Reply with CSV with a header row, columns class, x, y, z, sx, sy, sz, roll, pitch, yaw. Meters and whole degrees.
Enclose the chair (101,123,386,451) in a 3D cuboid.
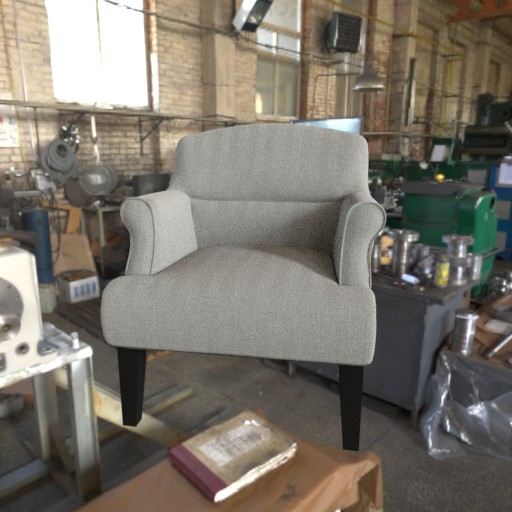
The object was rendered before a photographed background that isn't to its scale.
class,x,y,z,sx,sy,sz,roll,pitch,yaw
chair,0.000,0.000,1.451,0.772,0.880,0.755,2,13,10
